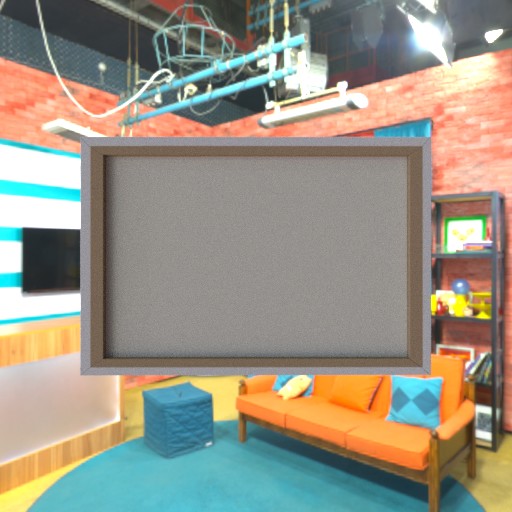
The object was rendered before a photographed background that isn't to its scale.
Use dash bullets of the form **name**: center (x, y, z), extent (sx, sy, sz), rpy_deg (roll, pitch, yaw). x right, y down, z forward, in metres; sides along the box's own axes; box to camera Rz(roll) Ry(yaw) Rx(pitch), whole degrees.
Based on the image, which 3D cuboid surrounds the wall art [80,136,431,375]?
- **wall art**: center (0.000, 0.000, 0.789), extent (0.608, 0.414, 0.042), rpy_deg (0, 0, 0)
